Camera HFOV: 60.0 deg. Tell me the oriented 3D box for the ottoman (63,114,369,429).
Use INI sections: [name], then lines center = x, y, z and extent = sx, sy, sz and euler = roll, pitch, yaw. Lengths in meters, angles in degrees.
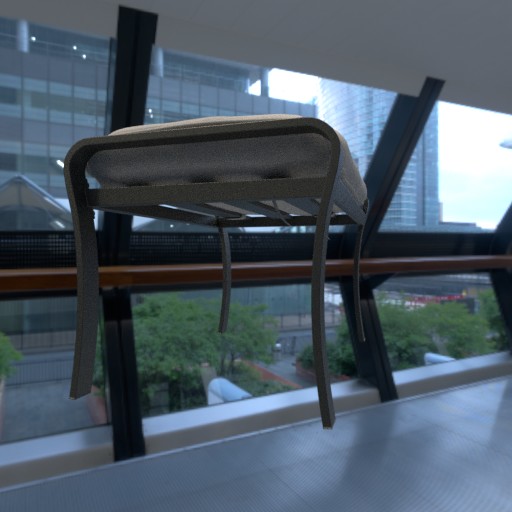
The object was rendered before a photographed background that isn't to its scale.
[ottoman]
center = 0.000, 0.000, 0.885
extent = 0.406, 0.422, 0.610
euler = 0, 0, 17
